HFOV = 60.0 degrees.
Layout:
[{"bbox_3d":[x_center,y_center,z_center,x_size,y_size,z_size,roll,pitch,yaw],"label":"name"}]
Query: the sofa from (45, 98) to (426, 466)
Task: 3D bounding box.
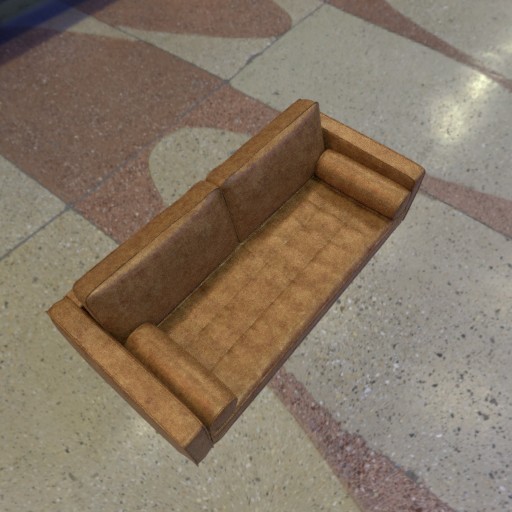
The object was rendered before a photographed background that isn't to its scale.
[{"bbox_3d":[0.000,0.000,2.389,0.924,0.825,1.920,35,64,20],"label":"sofa"}]
